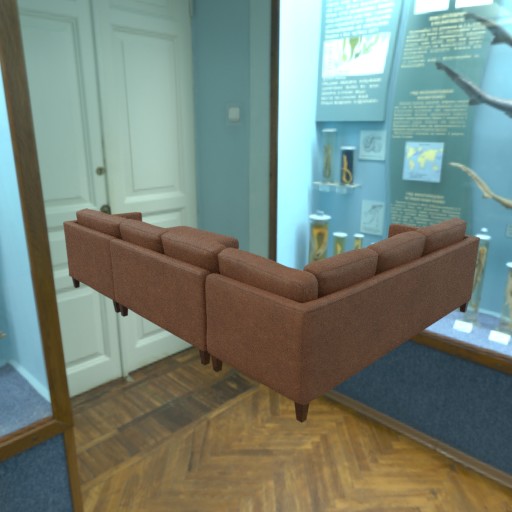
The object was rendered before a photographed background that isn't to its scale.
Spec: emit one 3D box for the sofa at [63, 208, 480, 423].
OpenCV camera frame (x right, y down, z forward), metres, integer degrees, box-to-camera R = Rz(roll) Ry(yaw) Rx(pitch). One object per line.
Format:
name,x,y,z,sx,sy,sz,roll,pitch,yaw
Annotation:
sofa,0.000,0.000,4.548,2.593,0.923,3.460,-15,22,-42
